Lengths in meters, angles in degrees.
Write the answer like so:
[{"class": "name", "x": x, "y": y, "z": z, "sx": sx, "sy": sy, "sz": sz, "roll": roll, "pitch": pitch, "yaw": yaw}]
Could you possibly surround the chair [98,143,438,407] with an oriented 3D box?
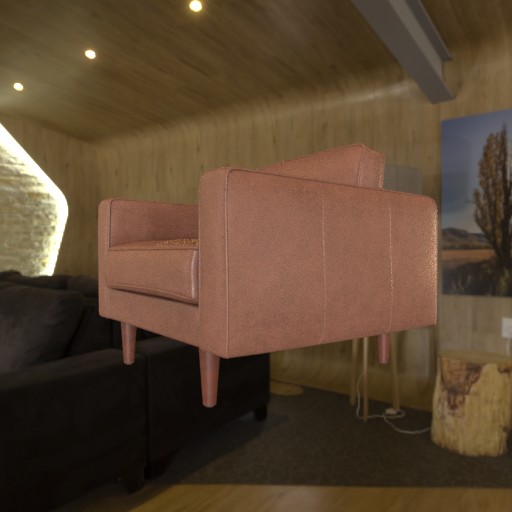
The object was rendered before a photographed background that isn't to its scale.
[{"class": "chair", "x": 0.000, "y": 0.000, "z": 1.578, "sx": 0.900, "sy": 0.770, "sz": 0.920, "roll": 0, "pitch": 1, "yaw": -37}]
